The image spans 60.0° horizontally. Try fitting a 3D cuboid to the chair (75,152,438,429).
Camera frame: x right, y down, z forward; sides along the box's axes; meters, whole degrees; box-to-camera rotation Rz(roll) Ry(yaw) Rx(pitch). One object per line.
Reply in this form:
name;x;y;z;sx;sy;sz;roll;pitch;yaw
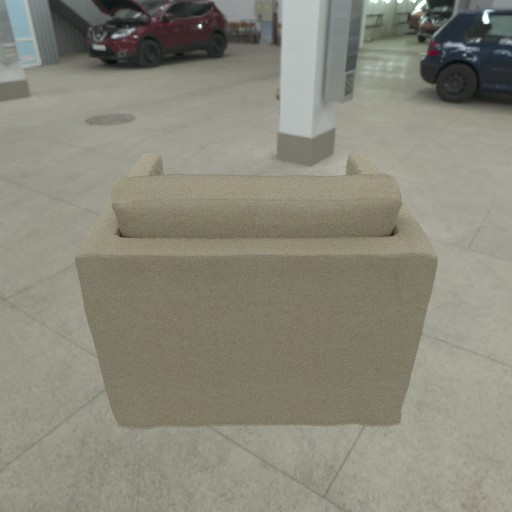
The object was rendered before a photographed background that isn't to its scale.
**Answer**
chair;0.000;0.000;1.754;1.057;0.863;0.949;0;30;-1
